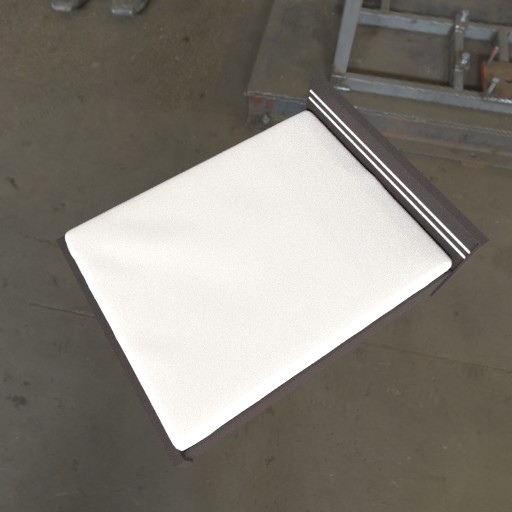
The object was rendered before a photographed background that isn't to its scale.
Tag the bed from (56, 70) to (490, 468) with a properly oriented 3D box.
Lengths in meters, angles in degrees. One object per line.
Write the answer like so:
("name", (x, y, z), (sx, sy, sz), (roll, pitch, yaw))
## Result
("bed", (0.000, 0.000, 2.919), (2.103, 0.808, 1.634), (-31, 67, -14))
